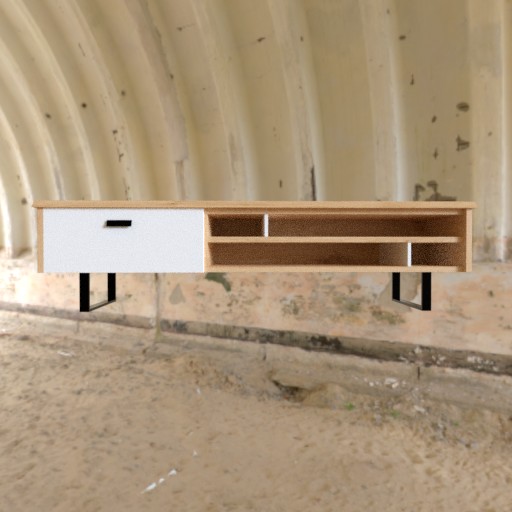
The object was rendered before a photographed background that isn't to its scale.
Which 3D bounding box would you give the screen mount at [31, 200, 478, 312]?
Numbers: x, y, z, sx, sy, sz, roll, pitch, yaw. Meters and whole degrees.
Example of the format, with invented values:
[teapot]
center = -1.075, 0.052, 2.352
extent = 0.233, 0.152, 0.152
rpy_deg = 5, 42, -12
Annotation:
[screen mount]
center = 0.000, 0.000, 1.913
extent = 1.700, 0.430, 0.450
rpy_deg = 0, 1, -1
